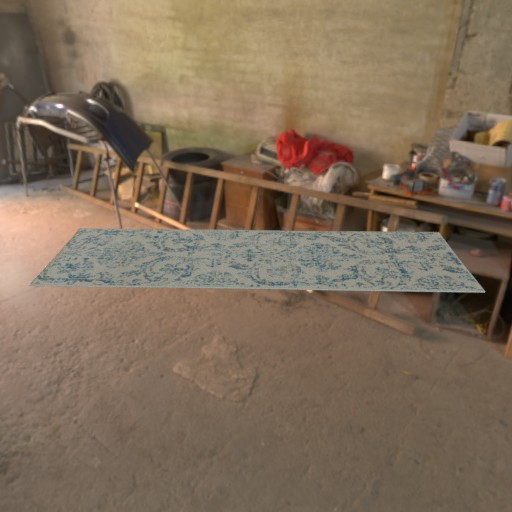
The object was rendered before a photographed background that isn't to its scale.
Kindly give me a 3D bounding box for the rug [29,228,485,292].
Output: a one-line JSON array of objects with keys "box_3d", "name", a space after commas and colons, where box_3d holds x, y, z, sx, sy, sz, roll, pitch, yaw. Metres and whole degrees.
[{"box_3d": [0.000, 0.000, 2.418, 2.196, 0.011, 0.662, 1, 28, 1], "name": "rug"}]
